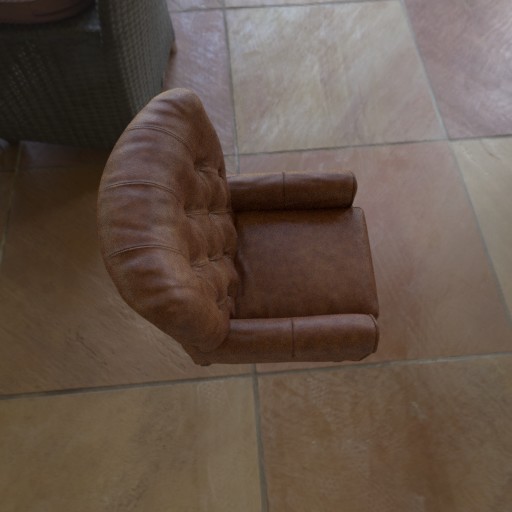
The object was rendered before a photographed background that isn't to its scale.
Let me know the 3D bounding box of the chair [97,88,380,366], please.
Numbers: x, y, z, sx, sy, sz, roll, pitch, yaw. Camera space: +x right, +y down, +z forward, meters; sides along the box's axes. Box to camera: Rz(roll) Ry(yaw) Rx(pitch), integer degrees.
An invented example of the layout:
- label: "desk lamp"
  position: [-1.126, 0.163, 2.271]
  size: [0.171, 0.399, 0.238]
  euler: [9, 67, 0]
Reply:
- label: "chair"
  position: [0.000, 0.000, 1.936]
  size: [1.059, 1.164, 0.951]
  euler: [-2, 65, -1]
